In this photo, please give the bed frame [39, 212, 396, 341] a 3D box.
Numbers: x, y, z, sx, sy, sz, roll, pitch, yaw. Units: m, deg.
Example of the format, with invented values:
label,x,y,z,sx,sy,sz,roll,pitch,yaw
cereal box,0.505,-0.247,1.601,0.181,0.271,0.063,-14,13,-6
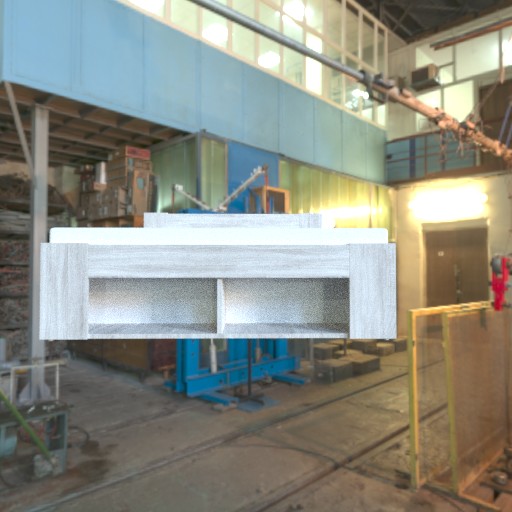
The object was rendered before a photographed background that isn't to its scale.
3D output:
label,x,y,z,sx,sy,sz,roll,pitch,yaw
bed frame,0.000,0.000,3.101,2.040,0.860,2.050,0,-2,-1
